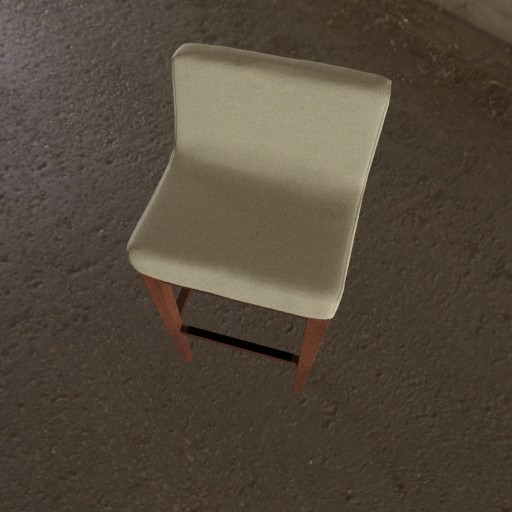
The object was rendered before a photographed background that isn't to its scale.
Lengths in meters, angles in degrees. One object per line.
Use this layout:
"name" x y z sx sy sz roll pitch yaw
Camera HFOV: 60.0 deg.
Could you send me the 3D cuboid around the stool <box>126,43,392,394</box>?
"stool" 0.000 0.000 1.334 0.511 1.037 0.500 14 59 8
